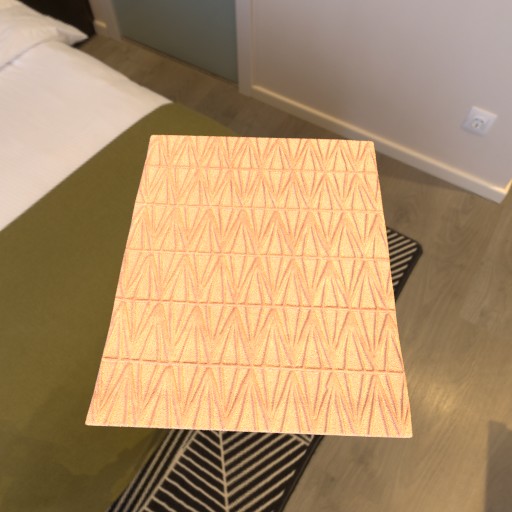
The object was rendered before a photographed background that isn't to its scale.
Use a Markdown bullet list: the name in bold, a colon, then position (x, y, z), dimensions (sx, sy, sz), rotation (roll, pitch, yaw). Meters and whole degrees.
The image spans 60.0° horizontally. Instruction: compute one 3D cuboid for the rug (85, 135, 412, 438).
- **rug**: position (0.000, 0.000, 4.078), dimensions (2.453, 0.043, 3.052), rotation (2, 59, 1)
